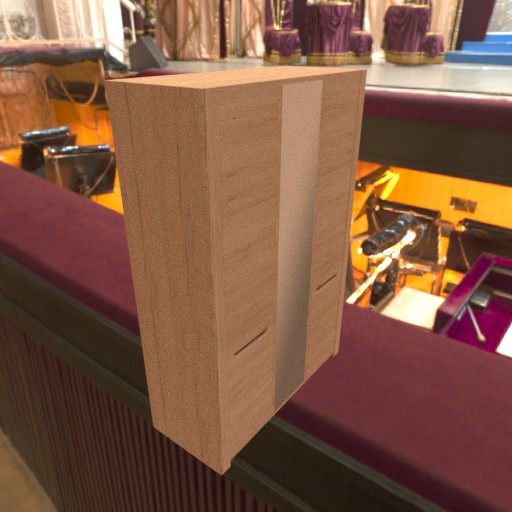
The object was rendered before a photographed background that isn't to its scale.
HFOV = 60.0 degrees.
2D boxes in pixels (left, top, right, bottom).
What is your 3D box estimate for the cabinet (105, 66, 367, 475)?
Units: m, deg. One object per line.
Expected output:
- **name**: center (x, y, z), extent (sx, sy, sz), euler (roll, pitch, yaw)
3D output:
- **cabinet**: center (0.000, 0.000, 2.718), extent (0.580, 2.070, 1.400), euler (19, 32, 33)
